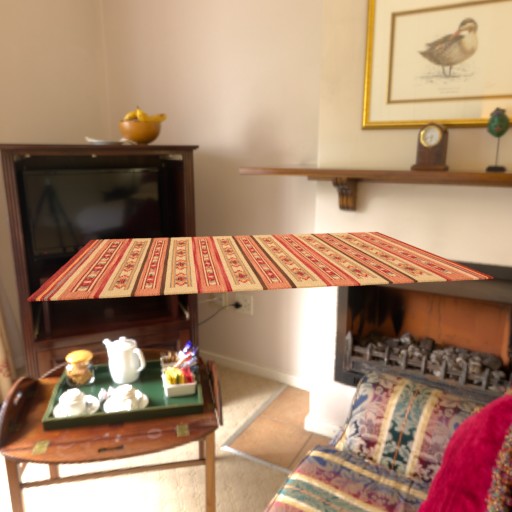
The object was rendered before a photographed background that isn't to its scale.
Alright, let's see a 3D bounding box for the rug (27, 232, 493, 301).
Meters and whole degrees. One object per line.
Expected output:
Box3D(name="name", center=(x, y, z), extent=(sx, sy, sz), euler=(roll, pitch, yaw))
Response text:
Box3D(name="rug", center=(0.000, 0.000, 3.004), extent=(2.431, 0.010, 1.535), euler=(-2, 13, -9))
